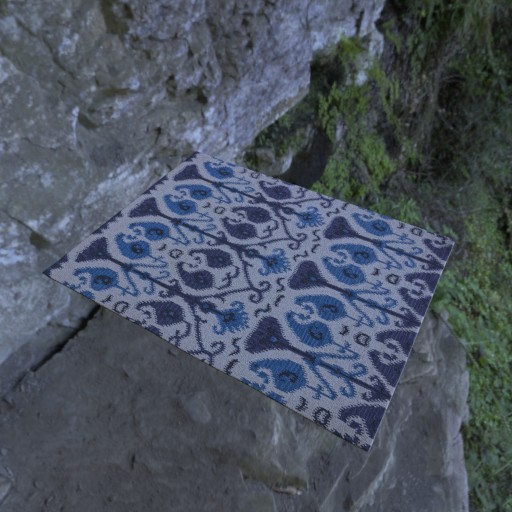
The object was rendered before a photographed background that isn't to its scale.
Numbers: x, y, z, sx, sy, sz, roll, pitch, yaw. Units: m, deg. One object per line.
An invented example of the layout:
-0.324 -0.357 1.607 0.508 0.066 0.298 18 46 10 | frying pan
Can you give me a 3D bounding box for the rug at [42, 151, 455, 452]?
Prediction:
0.000 0.000 4.307 3.228 0.024 2.443 23 50 21 | rug
